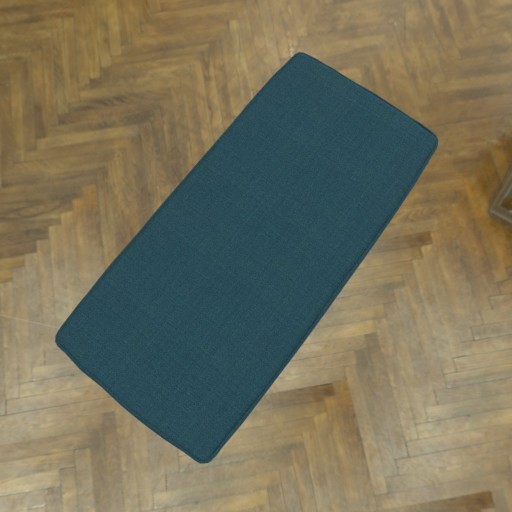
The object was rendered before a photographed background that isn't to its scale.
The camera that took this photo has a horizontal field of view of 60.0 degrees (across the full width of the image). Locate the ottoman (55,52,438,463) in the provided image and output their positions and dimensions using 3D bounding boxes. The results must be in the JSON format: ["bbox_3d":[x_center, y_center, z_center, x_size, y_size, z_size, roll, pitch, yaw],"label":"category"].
[{"bbox_3d":[0.000,0.000,1.223,0.474,0.474,0.943,36,78,9],"label":"ottoman"}]
